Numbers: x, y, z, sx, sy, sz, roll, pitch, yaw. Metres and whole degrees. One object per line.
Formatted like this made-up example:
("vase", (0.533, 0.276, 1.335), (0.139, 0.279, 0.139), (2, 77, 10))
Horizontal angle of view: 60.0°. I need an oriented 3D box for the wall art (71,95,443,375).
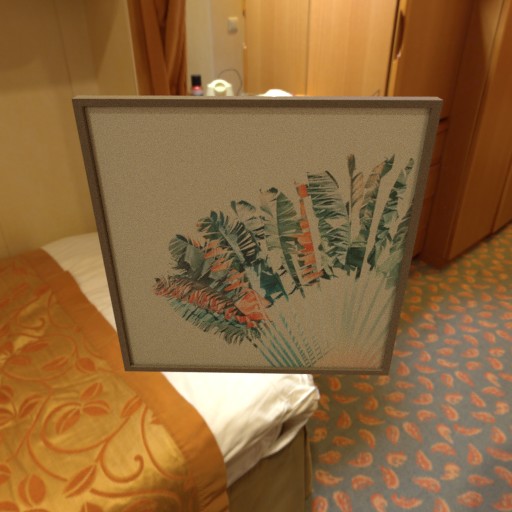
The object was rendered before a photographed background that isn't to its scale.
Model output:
("wall art", (0.000, 0.000, 1.111), (0.761, 0.758, 0.038), (1, 30, 1))
